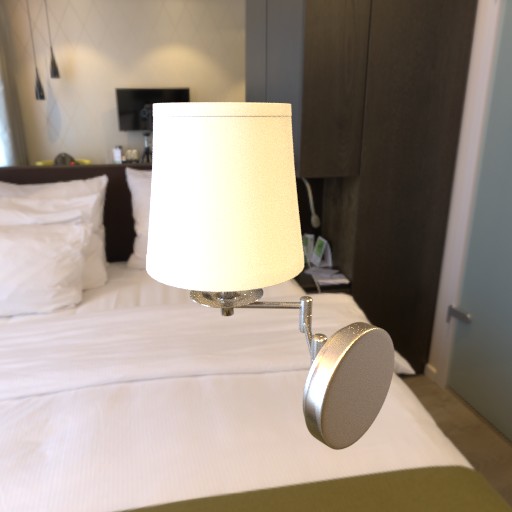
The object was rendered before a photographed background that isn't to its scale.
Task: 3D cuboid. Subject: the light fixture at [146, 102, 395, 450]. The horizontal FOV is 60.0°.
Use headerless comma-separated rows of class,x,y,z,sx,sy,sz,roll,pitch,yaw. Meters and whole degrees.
light fixture,0.000,0.000,0.585,0.223,0.381,0.348,-16,24,-41
